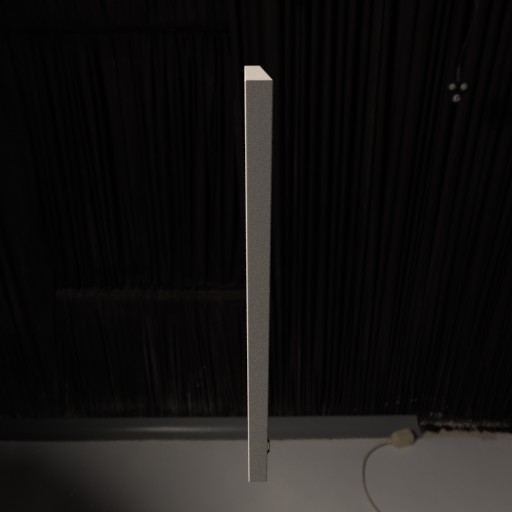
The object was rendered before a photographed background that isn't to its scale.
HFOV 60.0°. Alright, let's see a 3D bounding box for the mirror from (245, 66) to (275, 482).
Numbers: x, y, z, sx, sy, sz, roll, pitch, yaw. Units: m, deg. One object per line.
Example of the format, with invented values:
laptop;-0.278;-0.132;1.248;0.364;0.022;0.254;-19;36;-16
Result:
mirror;0.000;0.000;0.921;0.039;0.710;0.507;-1;25;-1
